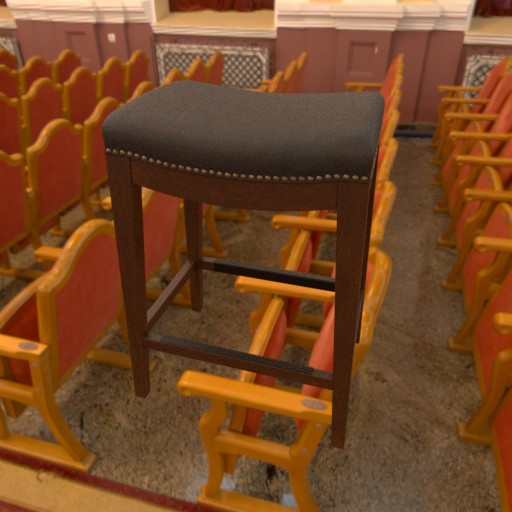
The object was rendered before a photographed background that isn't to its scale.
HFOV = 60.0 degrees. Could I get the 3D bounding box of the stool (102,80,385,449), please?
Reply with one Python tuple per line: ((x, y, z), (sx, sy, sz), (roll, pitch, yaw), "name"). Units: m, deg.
((0.000, 0.000, 0.956), (0.490, 0.664, 0.353), (9, 34, 14), "stool")
